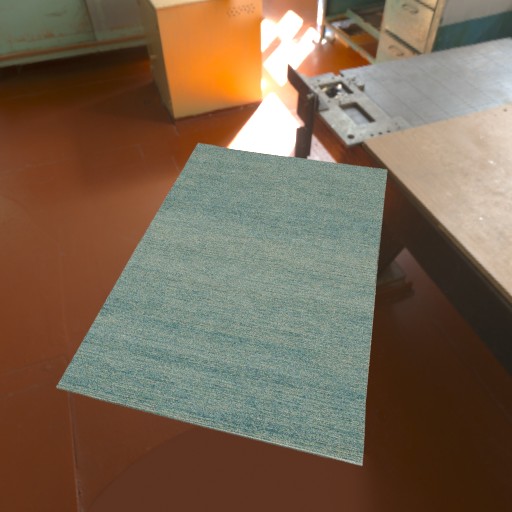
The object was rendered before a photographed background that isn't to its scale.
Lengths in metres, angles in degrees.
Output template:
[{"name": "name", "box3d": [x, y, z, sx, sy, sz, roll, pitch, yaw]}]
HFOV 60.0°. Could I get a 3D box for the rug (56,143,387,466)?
[{"name": "rug", "box3d": [0.000, 0.000, 2.926, 1.593, 0.029, 2.305, 11, 49, 9]}]
